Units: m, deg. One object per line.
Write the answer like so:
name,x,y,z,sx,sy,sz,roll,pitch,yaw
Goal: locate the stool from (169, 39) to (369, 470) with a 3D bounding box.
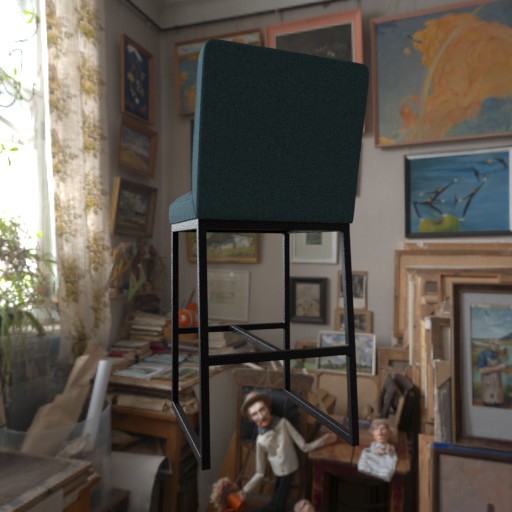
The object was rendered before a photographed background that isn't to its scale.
stool,0.000,0.000,1.362,0.460,1.040,0.560,0,-1,-19
